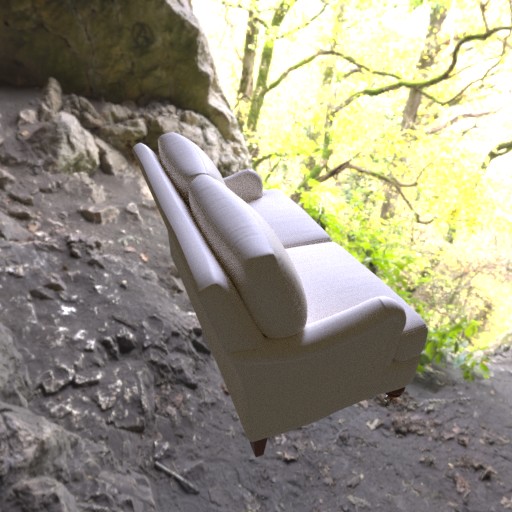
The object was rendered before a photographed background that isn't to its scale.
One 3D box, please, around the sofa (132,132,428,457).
[{"bbox_3d":[0.000,0.000,2.592,1.084,1.101,1.853,-11,32,-18],"label":"sofa"}]
